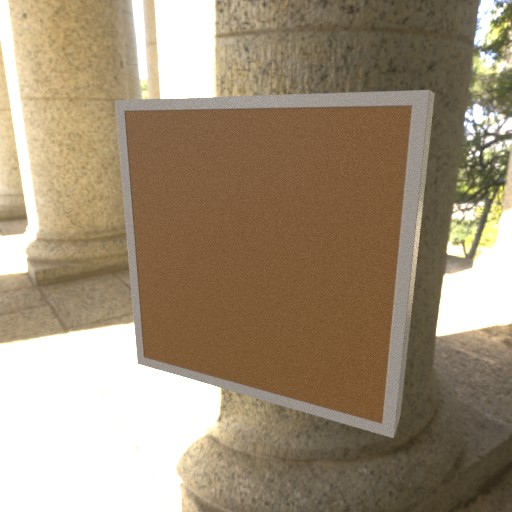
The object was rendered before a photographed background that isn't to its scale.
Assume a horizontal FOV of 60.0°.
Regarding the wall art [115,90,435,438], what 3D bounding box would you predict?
[{"bbox_3d":[0.000,0.000,0.450,0.305,0.305,0.038,8,18,25],"label":"wall art"}]
